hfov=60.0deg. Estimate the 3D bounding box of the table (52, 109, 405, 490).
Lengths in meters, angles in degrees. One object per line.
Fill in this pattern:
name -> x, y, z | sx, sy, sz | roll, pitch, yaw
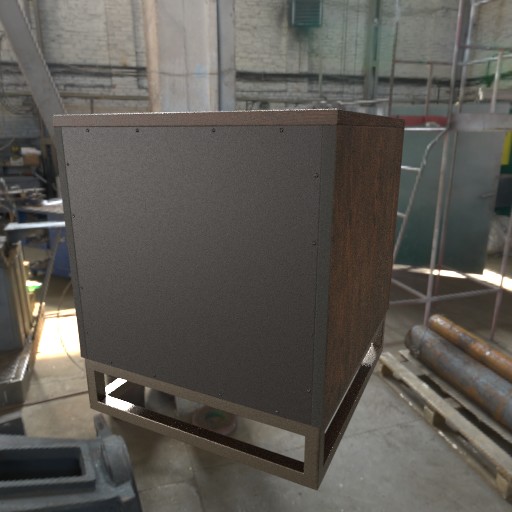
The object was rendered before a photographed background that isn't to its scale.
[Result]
table -> 0.000, 0.000, 0.977 | 0.506, 0.582, 0.566 | 8, 17, 25
